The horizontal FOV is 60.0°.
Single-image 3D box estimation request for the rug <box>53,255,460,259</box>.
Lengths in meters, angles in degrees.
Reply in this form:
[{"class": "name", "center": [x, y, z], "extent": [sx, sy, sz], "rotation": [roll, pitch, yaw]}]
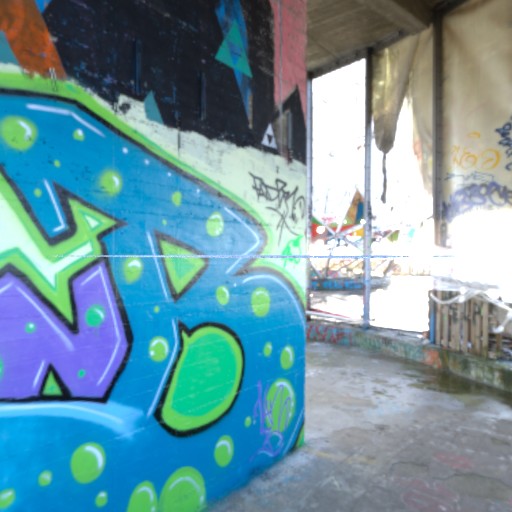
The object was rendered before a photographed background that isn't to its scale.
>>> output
[{"class": "rug", "center": [0.000, 0.000, 2.130], "extent": [1.634, 0.003, 1.190], "rotation": [0, 0, 37]}]
